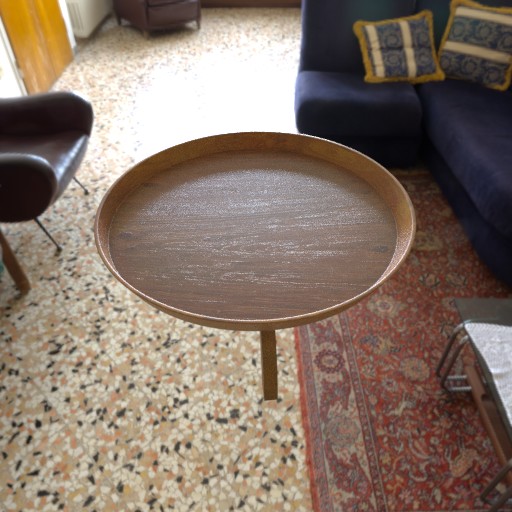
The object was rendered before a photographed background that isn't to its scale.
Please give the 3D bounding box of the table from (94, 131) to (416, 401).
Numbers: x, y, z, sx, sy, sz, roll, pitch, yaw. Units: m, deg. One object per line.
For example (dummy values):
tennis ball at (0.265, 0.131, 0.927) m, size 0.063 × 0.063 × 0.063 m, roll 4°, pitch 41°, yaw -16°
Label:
table at (0.000, 0.000, 1.591) m, size 1.016 × 0.470 × 1.016 m, roll 0°, pitch 42°, yaw 0°
